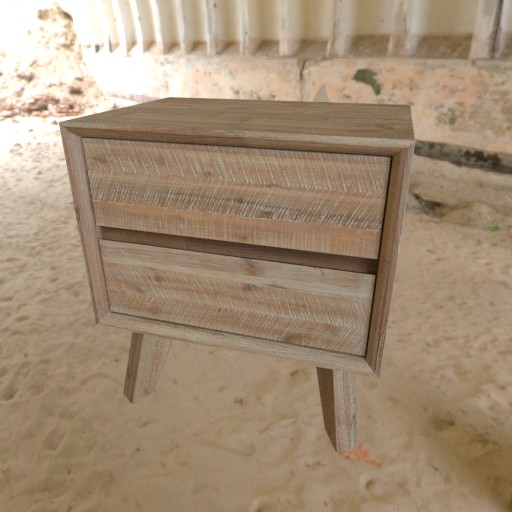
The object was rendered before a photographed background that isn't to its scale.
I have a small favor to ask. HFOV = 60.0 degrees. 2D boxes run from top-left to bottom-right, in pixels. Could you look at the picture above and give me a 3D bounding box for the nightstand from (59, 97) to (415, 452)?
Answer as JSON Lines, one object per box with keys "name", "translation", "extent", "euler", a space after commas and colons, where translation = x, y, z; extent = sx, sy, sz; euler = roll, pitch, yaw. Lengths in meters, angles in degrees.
{"name": "nightstand", "translation": [0.000, 0.000, 0.947], "extent": [0.552, 0.589, 0.396], "euler": [7, 26, 15]}
